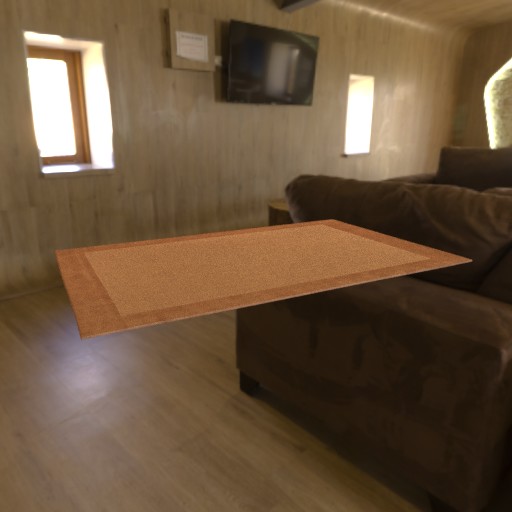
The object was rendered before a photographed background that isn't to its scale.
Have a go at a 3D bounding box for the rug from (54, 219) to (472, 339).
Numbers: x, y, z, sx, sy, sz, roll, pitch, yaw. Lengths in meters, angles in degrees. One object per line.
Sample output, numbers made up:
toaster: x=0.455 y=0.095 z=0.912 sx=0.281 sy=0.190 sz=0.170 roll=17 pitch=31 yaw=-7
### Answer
rug: x=0.000 y=0.000 z=3.035 sx=2.438 sy=0.014 sz=1.524 roll=-8 pitch=18 yaw=-26
